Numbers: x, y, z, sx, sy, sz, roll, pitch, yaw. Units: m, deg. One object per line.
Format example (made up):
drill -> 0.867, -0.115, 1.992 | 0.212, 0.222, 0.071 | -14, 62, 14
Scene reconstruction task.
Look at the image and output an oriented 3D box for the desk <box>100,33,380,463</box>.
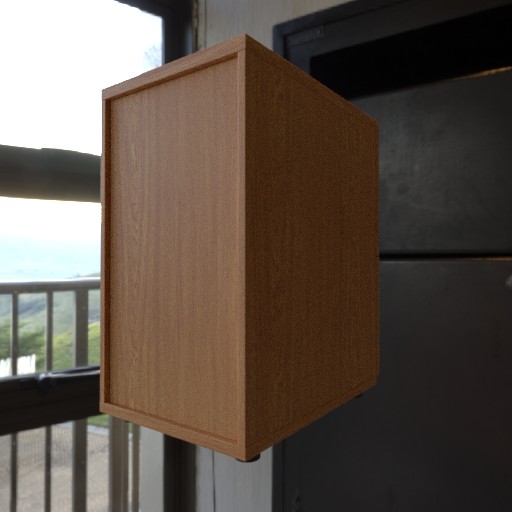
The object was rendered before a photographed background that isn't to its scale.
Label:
desk -> 0.000, 0.000, 1.090 | 0.404, 0.730, 0.600 | 0, -1, 37
